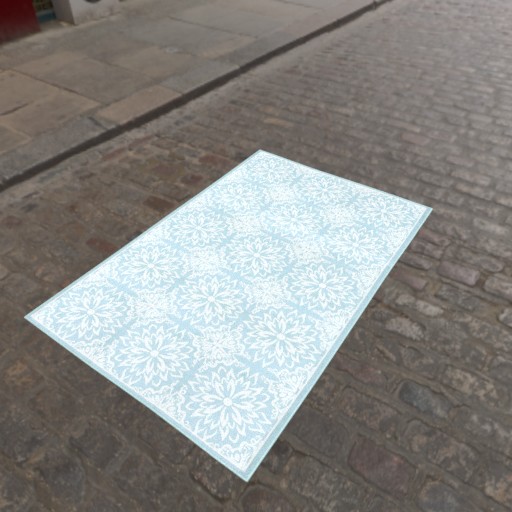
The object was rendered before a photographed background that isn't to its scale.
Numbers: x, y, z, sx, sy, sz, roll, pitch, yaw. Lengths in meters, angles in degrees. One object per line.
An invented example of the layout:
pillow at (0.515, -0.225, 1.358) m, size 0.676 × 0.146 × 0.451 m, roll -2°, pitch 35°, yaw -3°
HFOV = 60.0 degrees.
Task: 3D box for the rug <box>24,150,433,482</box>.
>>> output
rug at (0.000, 0.000, 2.259) m, size 1.219 × 0.012 × 1.840 m, roll 25°, pitch 48°, yaw 25°
